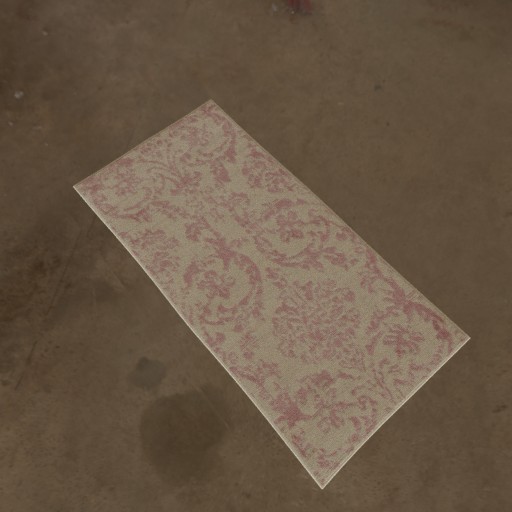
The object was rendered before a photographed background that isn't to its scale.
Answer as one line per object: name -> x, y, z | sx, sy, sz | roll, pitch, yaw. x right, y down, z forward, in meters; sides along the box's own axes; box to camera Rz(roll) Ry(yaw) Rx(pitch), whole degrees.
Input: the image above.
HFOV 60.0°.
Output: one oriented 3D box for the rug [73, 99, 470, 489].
rug -> 0.000, 0.000, 1.406 | 0.604, 0.007, 1.219 | -38, 71, -16
